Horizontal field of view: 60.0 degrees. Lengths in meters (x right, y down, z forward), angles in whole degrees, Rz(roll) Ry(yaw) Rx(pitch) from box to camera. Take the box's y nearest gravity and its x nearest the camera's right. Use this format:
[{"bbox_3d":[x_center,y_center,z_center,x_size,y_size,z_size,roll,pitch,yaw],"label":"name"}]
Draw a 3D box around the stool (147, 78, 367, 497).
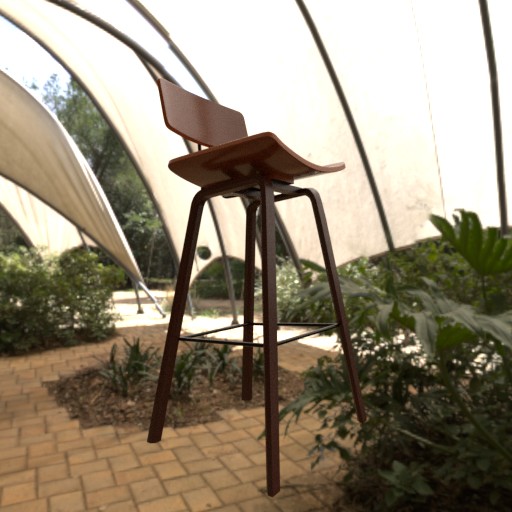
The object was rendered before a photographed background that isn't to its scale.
[{"bbox_3d":[0.000,0.000,1.224,0.440,0.969,0.509,0,0,35],"label":"stool"}]
